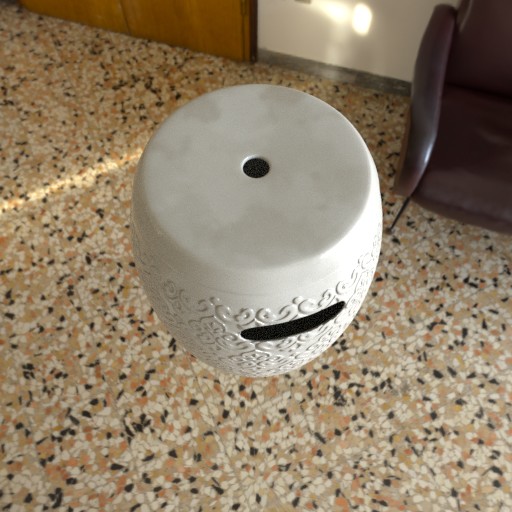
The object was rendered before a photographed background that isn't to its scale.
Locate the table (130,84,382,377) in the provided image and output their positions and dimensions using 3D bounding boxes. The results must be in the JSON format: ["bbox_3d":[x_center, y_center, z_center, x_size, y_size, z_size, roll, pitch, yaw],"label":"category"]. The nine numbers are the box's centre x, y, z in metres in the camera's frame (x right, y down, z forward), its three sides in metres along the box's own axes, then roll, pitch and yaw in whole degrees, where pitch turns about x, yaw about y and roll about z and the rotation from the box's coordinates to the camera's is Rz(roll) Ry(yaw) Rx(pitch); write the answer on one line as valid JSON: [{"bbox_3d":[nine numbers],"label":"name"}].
[{"bbox_3d":[0.000,0.000,0.612,0.309,0.397,0.309,0,63,0],"label":"table"}]
